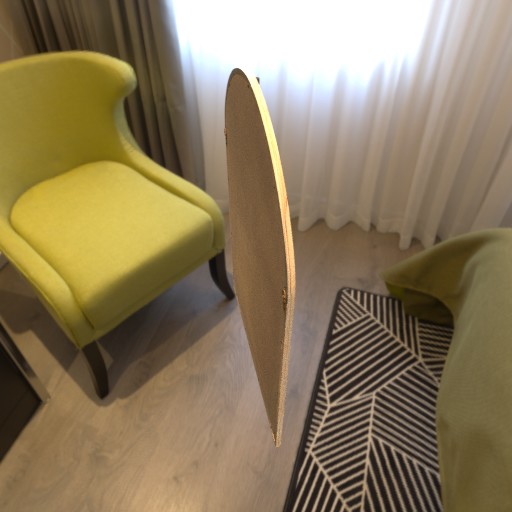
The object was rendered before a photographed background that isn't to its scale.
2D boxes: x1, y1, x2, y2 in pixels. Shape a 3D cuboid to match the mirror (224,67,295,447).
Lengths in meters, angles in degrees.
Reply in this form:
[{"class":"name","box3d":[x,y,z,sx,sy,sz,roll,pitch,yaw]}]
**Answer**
[{"class":"mirror","box3d":[0.000,0.000,1.127,0.032,0.915,0.609,-9,46,-9]}]
